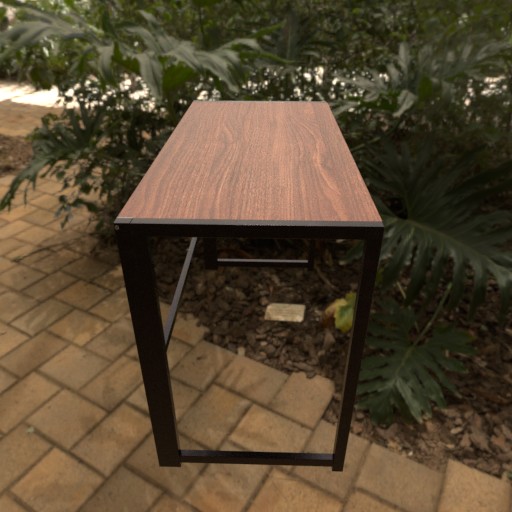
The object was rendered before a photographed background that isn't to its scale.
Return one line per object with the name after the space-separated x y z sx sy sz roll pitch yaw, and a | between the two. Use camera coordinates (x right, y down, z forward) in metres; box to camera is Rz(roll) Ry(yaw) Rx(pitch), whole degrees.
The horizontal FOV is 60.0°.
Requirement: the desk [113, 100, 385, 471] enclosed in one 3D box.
0.000 0.000 1.456 0.508 0.762 1.016 1 32 1 | desk
